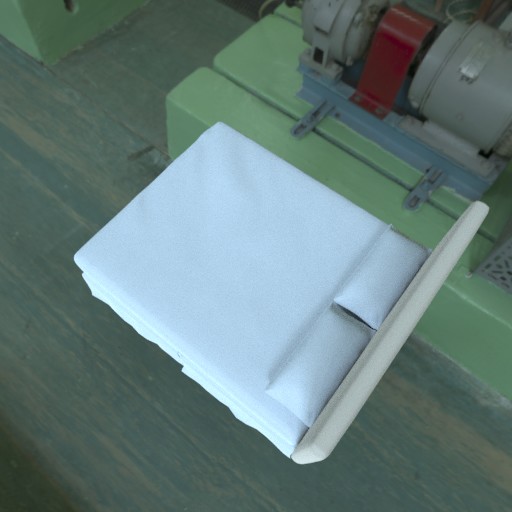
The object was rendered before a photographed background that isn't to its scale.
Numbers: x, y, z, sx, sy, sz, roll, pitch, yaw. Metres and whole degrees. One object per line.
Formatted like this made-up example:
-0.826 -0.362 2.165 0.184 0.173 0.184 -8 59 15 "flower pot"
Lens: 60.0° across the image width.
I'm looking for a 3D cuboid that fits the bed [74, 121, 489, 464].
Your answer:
0.000 0.000 3.098 2.142 1.330 1.748 35 69 16 "bed"
